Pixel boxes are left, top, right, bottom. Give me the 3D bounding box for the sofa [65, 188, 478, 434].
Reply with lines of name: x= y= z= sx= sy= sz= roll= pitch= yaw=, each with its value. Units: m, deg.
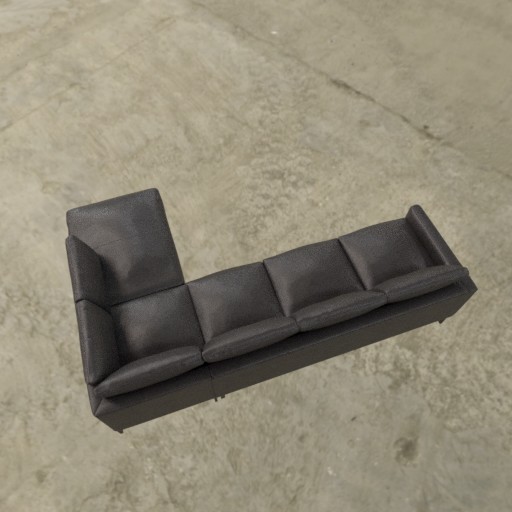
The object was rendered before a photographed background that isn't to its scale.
sofa: x=0.000 y=0.000 z=3.811 sx=2.984 sy=0.877 sz=1.938 roll=-16 pitch=60 yaw=-10
